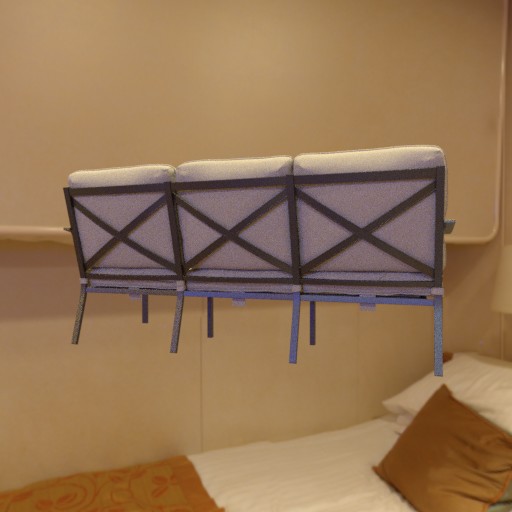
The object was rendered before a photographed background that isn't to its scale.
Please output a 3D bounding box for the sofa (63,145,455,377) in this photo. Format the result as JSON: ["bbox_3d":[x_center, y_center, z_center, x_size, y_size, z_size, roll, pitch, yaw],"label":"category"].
[{"bbox_3d":[0.000,0.000,2.184,1.740,0.860,0.787,0,1,19],"label":"sofa"}]
